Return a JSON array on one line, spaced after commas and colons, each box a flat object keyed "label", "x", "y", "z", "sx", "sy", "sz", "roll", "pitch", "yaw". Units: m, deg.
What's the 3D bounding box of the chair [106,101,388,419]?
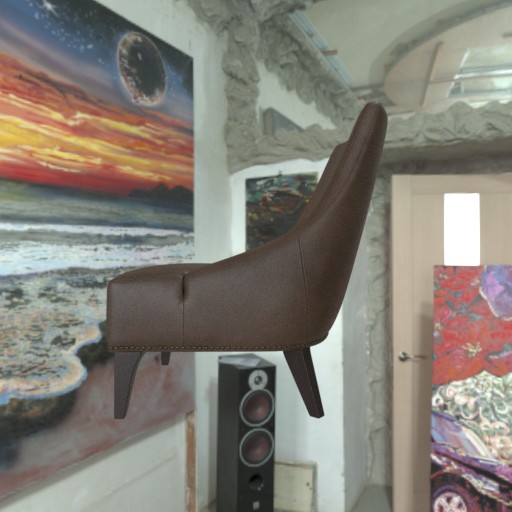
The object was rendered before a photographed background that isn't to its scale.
[{"label": "chair", "x": 0.000, "y": 0.000, "z": 1.553, "sx": 0.861, "sy": 0.909, "sz": 0.701, "roll": 0, "pitch": 0, "yaw": 0}]
